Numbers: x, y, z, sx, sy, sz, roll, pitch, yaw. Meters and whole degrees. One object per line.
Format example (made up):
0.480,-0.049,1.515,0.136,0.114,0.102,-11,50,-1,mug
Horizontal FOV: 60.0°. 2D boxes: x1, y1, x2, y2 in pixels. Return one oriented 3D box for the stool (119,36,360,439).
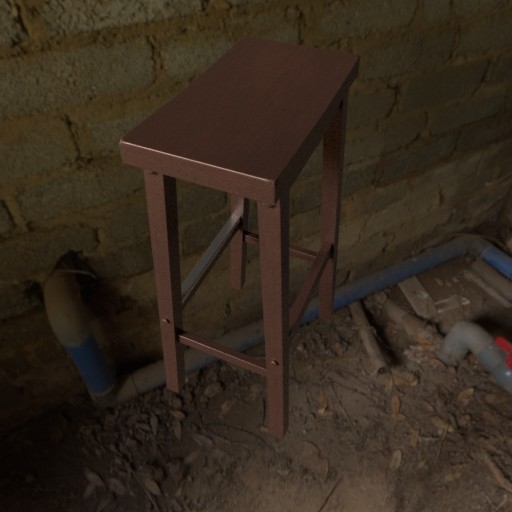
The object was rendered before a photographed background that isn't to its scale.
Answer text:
0.000,0.000,0.959,0.322,0.742,0.406,18,49,16,stool
